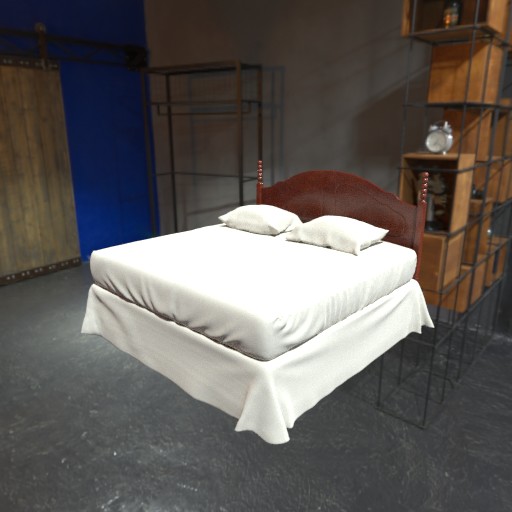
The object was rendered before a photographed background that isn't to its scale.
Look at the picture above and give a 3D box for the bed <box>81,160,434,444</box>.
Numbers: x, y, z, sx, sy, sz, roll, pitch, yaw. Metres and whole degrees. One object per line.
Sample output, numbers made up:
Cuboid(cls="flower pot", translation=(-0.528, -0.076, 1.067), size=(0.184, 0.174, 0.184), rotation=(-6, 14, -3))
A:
Cuboid(cls="bed", translation=(0.000, 0.000, 3.714), size=(2.322, 1.355, 2.219), rotation=(15, 22, 41))
